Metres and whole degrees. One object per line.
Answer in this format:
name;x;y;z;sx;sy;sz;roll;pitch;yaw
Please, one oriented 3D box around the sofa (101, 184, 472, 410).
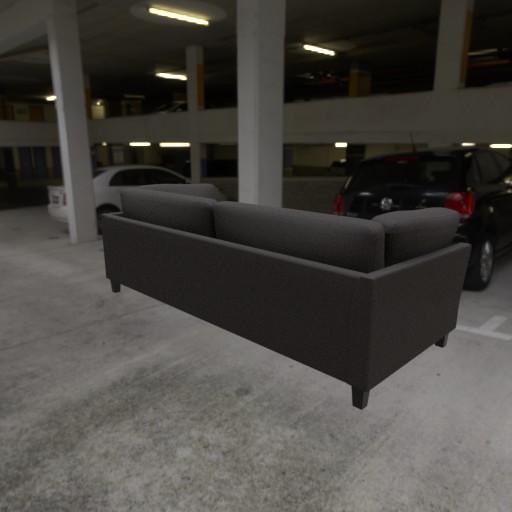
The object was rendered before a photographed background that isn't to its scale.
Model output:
sofa;0.000;0.000;2.848;2.312;0.792;0.969;14;20;43
